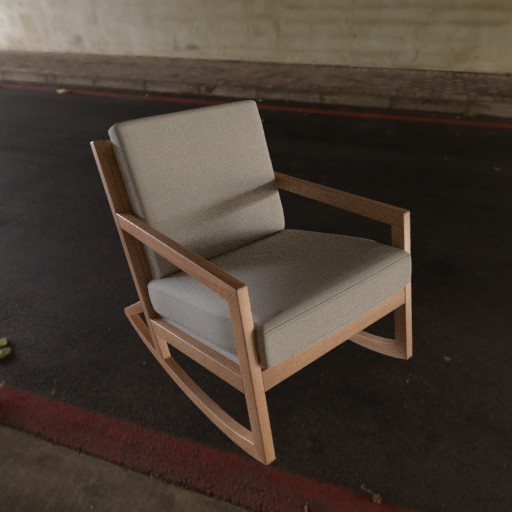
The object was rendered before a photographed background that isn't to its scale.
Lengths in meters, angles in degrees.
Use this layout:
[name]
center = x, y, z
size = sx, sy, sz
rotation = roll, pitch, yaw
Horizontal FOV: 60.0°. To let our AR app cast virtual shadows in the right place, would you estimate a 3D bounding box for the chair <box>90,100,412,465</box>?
[chair]
center = 0.000, 0.000, 1.413
size = 0.622, 0.790, 0.857
rotation = -23, 38, -32
